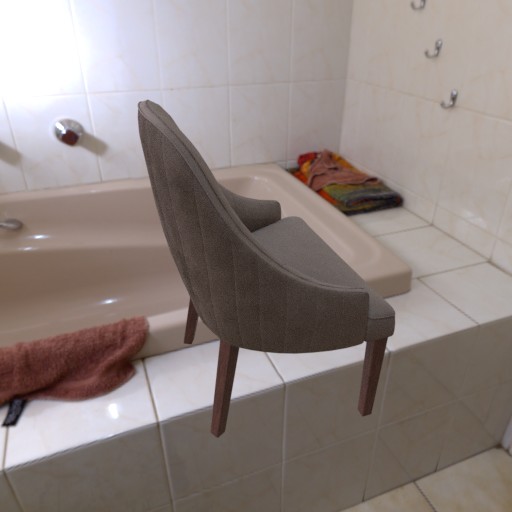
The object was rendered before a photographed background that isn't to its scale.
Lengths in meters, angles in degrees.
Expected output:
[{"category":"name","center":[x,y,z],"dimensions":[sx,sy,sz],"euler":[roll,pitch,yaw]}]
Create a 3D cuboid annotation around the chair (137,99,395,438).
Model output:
[{"category":"chair","center":[0.000,0.000,1.305],"dimensions":[0.575,0.889,0.643],"euler":[-10,31,-16]}]
